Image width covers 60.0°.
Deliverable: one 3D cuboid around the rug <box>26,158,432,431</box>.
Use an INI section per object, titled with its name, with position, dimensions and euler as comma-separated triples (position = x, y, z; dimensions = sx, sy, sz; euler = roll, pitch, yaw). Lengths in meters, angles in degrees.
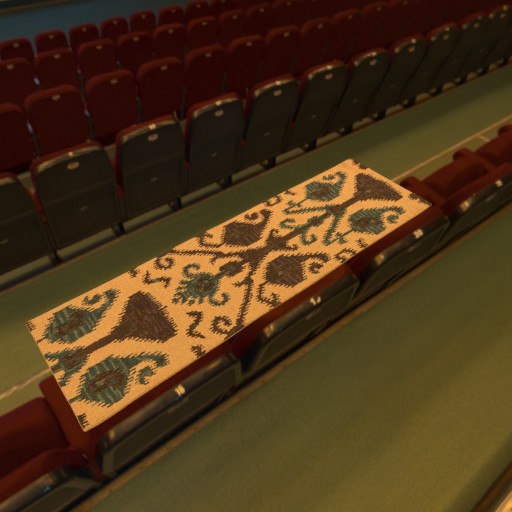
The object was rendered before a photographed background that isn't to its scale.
[rug]
position = 0.000, 0.000, 2.455
dimensions = 2.301, 0.017, 0.692
euler = -30, 52, -27
